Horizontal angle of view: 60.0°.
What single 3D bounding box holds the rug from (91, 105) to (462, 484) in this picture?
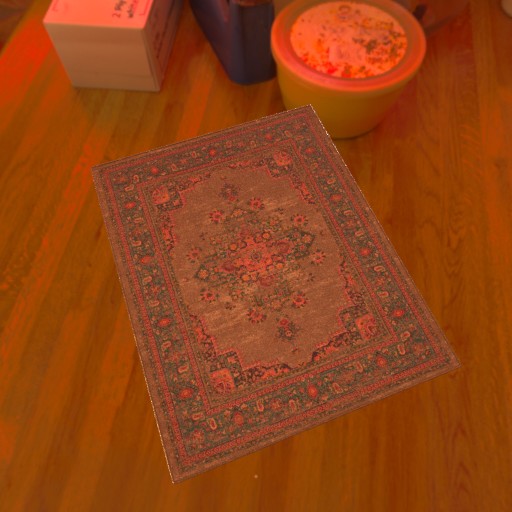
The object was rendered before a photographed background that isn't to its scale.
[{"bbox_3d":[0.000,0.000,4.045,2.434,0.013,3.057,-19,65,-9],"label":"rug"}]
